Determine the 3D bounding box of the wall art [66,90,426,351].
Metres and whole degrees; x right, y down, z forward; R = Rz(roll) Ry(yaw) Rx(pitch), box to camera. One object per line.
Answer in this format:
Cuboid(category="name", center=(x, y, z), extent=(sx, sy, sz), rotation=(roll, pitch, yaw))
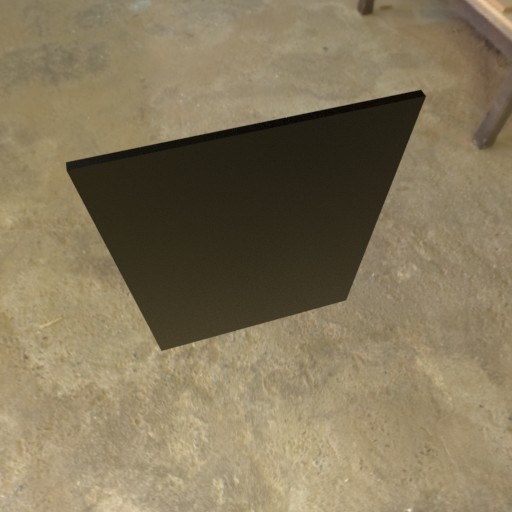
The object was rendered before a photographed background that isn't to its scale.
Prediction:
Cuboid(category="wall art", center=(0.000, 0.000, 0.775), extent=(0.442, 0.582, 0.013), rotation=(-14, 59, -9))
